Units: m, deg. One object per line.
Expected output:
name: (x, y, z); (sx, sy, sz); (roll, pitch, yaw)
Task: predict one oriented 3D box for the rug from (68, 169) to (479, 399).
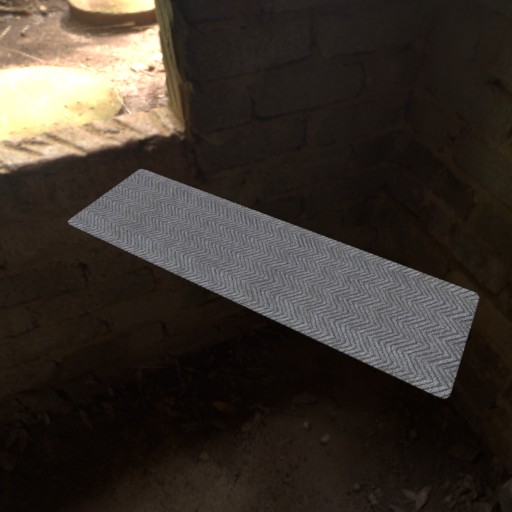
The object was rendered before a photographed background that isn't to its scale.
rug: (0.000, 0.000, 2.494); (2.286, 0.008, 0.686); (23, 49, 21)
